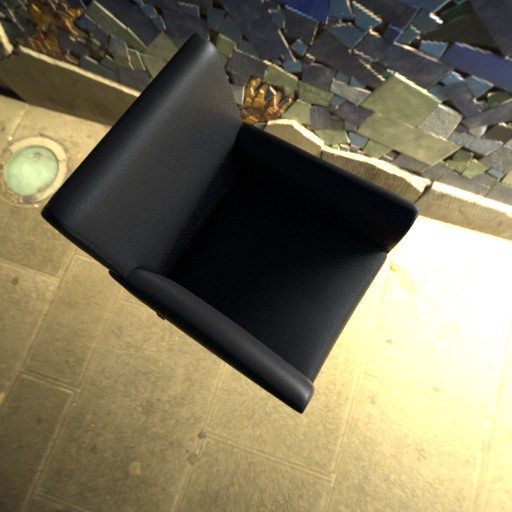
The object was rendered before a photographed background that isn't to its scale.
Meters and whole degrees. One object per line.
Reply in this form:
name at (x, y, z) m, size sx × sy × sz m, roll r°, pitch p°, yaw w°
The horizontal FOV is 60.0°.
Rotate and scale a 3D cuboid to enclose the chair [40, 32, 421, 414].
chair at (0.000, 0.000, 1.454) m, size 0.772 × 0.951 × 0.683 m, roll 32°, pitch 75°, yaw 9°
